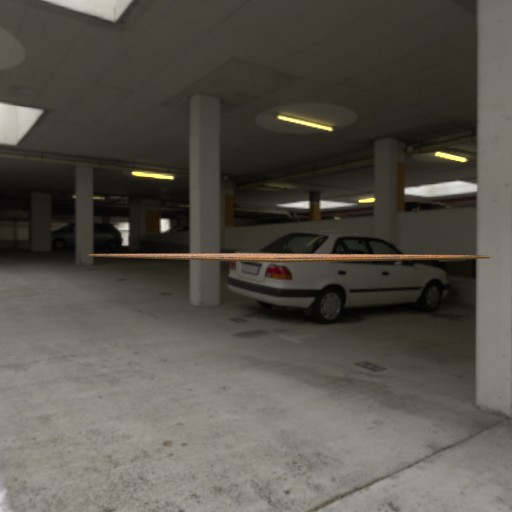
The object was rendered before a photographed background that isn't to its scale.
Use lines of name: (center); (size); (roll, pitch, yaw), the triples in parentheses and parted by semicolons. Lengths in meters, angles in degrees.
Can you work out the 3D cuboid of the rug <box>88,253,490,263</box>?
rug: (0.000, 0.000, 2.222); (1.148, 0.013, 1.758); (0, 1, -36)
